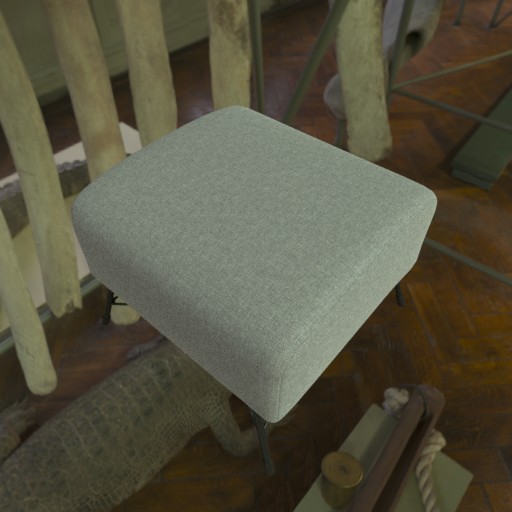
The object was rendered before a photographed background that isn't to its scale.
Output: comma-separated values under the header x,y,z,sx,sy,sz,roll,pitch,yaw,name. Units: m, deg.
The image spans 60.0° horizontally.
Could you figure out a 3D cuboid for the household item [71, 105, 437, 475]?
x,y,z,sx,sy,sz,roll,pitch,yaw,name
0.000,0.000,0.931,0.530,0.410,0.530,32,55,26,household item
